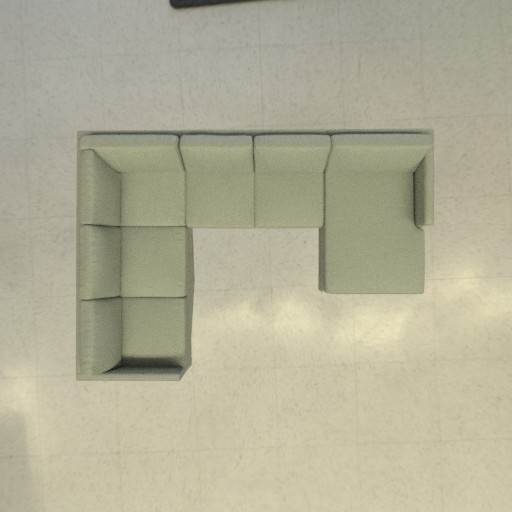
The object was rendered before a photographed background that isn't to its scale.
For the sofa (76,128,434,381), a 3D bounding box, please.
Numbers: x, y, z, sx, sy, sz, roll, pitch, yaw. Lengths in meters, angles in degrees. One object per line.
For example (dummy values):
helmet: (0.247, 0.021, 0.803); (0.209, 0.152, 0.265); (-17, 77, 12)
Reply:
sofa: (0.000, 0.000, 4.487); (3.460, 0.882, 2.427); (0, 90, 1)
